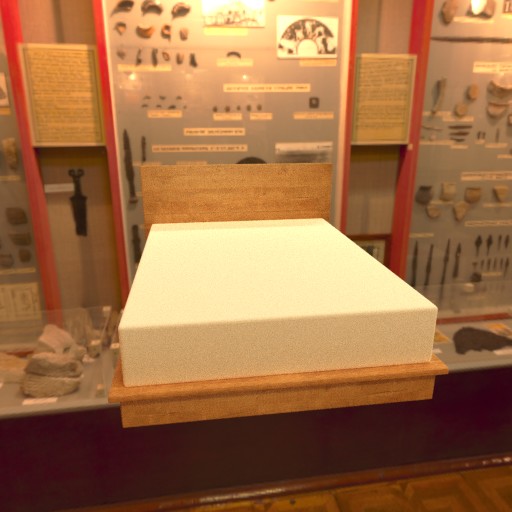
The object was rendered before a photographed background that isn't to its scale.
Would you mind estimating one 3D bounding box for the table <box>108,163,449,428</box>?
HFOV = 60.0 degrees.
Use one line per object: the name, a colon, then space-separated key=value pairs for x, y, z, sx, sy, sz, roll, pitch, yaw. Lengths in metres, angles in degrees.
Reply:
table: x=0.000 y=0.000 z=3.094 sx=1.707 sy=1.041 sz=2.149 roll=-3 pitch=18 yaw=-8
